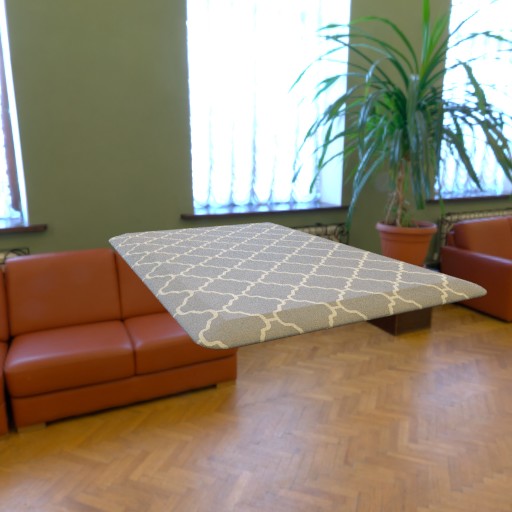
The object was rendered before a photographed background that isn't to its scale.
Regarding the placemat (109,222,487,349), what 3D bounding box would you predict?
[{"bbox_3d":[0.000,0.000,0.949,0.508,0.021,0.762,-6,15,-25],"label":"placemat"}]
